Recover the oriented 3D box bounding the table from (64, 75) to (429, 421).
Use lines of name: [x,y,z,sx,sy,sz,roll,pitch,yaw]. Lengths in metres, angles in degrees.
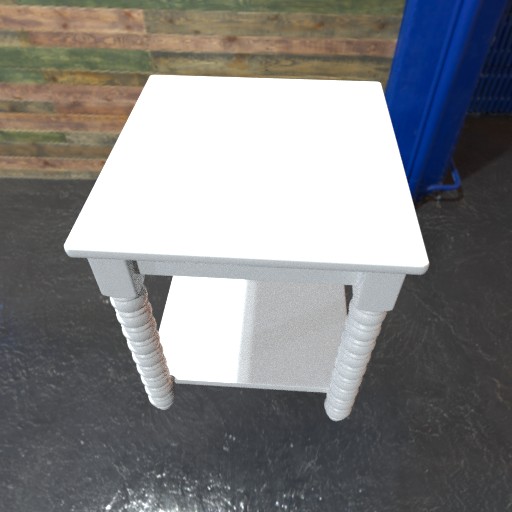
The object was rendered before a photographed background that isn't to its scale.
table: [0.000,0.000,0.983,0.500,0.563,0.533,3,47,3]
